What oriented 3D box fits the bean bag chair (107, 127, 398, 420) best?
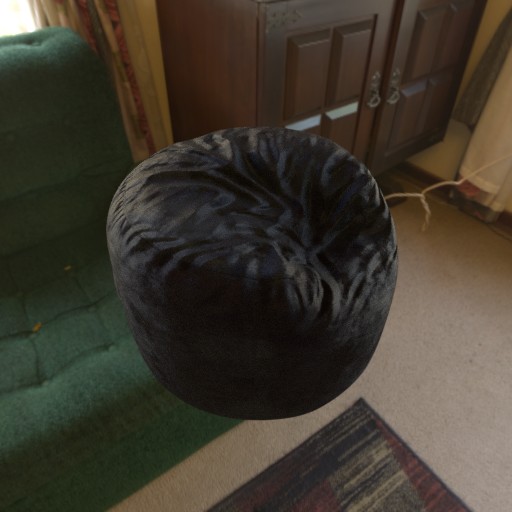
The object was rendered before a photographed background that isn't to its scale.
[{"bbox_3d":[0.000,0.000,1.485,0.918,0.616,0.918,0,41,0],"label":"bean bag chair"}]
